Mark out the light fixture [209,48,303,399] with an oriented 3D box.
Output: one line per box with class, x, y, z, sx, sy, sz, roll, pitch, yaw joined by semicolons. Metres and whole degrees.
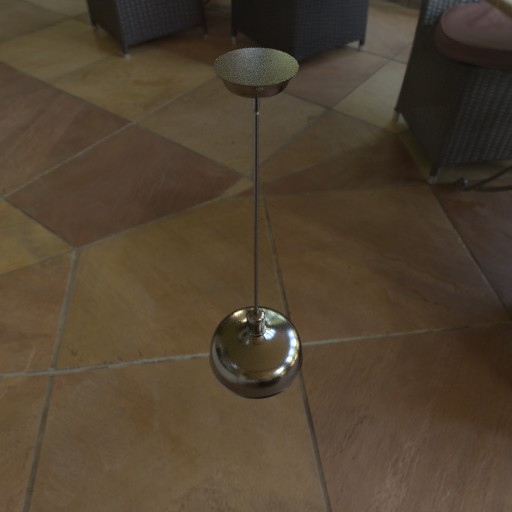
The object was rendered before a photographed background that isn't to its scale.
light fixture;0.000;0.000;1.082;0.299;0.935;0.299;-3;47;-3
